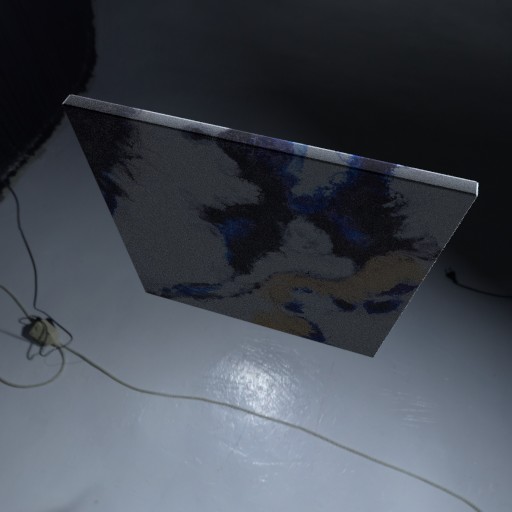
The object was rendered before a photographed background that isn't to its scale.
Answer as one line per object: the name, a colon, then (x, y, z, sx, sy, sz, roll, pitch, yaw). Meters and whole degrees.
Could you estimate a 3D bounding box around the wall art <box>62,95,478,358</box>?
wall art: (0.000, 0.000, 1.287, 0.887, 0.885, 0.038, 15, 59, 9)
